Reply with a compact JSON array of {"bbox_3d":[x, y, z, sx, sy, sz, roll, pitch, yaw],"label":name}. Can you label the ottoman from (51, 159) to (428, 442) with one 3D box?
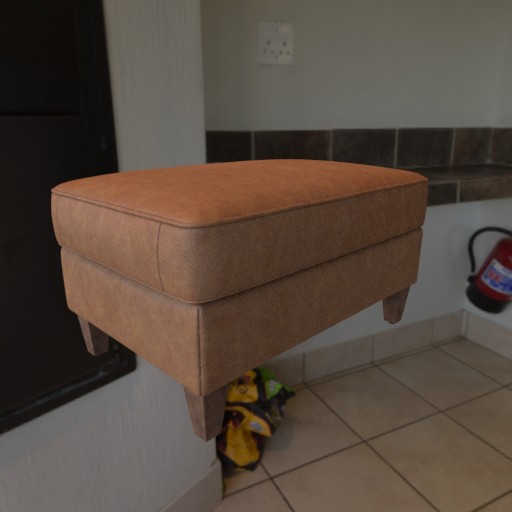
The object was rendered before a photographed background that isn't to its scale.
[{"bbox_3d":[0.000,0.000,1.187,0.584,0.483,0.864,16,23,42],"label":"ottoman"}]
